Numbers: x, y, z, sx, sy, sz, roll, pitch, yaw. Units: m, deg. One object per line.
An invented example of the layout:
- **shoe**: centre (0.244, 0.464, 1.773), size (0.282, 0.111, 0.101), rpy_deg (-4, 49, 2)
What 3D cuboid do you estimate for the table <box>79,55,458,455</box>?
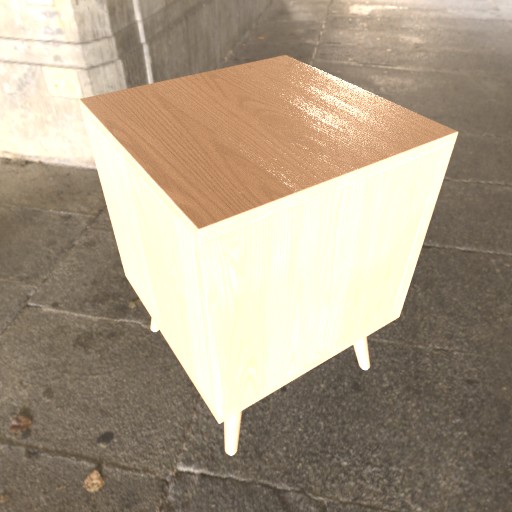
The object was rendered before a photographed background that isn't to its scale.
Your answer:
- **table**: centre (0.000, 0.000, 0.829), size (0.400, 0.550, 0.400), rpy_deg (-23, 46, -24)
